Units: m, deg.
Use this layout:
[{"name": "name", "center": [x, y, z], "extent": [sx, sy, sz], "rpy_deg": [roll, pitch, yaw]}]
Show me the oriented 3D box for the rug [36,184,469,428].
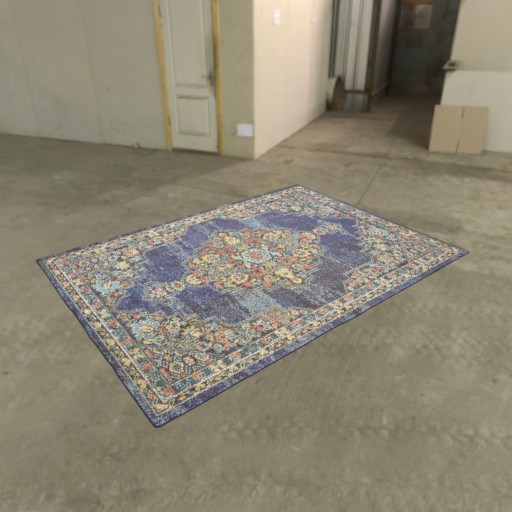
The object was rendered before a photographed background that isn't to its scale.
[{"name": "rug", "center": [0.000, 0.000, 2.803], "extent": [2.232, 0.009, 1.630], "rpy_deg": [-21, 35, -33]}]
